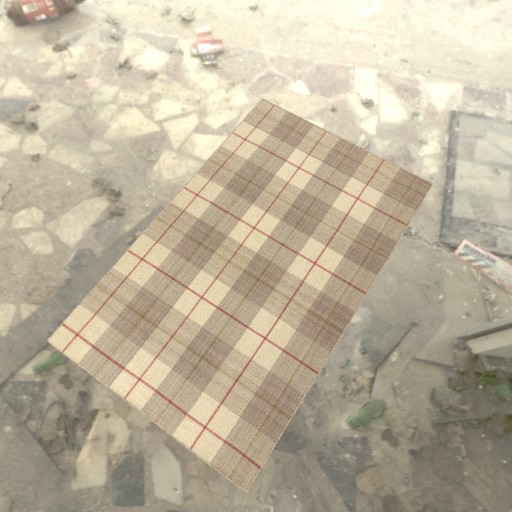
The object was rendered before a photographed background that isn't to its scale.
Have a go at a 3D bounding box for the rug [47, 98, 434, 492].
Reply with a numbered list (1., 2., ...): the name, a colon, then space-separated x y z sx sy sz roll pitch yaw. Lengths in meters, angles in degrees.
1. rug: 0.000 0.000 3.054 1.549 0.010 2.464 31 68 14
